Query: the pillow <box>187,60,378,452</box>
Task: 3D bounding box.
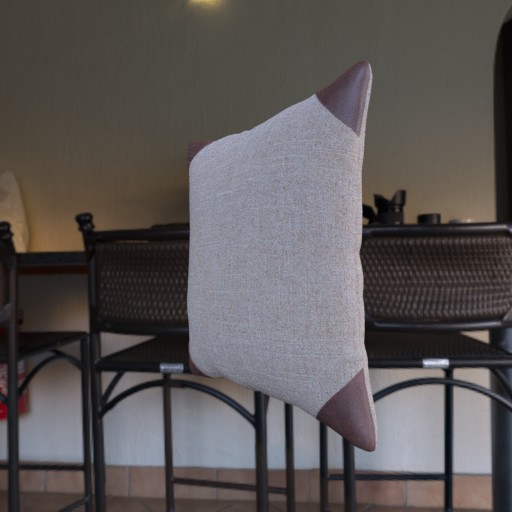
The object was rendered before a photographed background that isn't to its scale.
[{"bbox_3d":[0.000,0.000,0.673,0.147,0.448,0.437,1,-1,-37],"label":"pillow"}]
